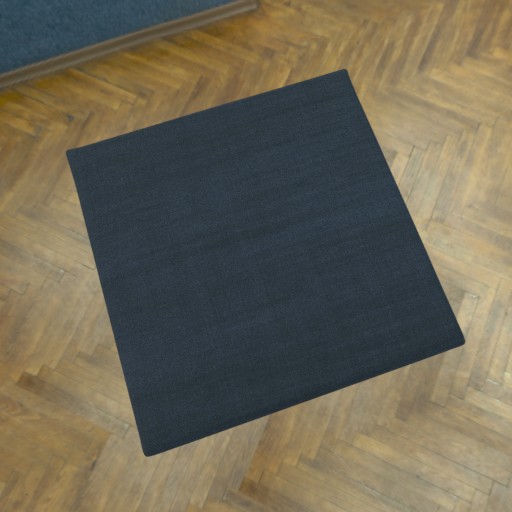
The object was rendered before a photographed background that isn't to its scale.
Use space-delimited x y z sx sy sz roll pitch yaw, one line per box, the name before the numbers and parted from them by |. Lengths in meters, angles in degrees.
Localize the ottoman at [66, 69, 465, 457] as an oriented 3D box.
ottoman | 0.000 0.000 1.383 0.890 0.411 0.889 -18 77 -4
